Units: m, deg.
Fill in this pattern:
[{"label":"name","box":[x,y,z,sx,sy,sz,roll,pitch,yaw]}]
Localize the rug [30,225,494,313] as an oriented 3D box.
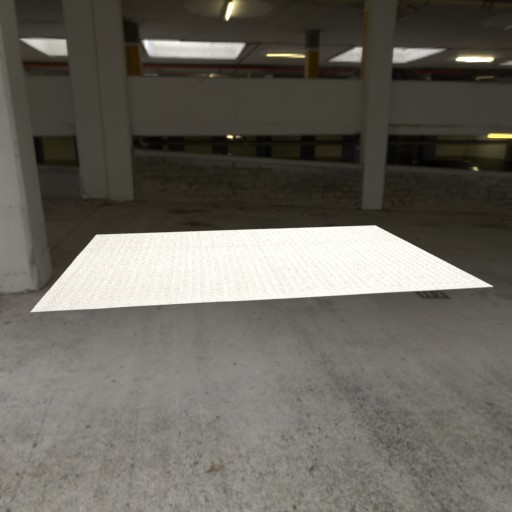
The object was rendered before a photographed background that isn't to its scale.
[{"label":"rug","box":[0.000,0.000,2.882,2.289,0.006,1.523,-2,16,-8]}]
